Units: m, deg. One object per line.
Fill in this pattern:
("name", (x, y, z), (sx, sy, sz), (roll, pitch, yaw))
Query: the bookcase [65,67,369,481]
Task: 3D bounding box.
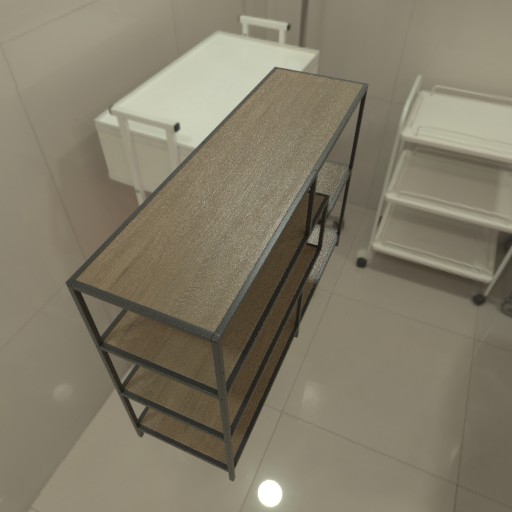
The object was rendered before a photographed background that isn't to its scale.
("bookcase", (0.000, 0.000, 1.498), (0.350, 0.780, 1.140), (18, 49, 16))
